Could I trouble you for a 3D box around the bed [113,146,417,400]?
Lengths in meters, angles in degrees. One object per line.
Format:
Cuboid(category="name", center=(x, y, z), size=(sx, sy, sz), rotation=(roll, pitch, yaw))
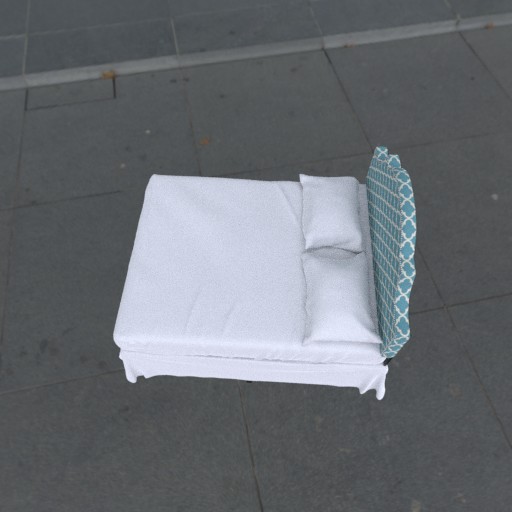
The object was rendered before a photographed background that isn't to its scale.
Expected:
Cuboid(category="bed", center=(0.000, 0.000, 3.472), size=(2.222, 1.633, 1.780), rotation=(3, 59, 2))
